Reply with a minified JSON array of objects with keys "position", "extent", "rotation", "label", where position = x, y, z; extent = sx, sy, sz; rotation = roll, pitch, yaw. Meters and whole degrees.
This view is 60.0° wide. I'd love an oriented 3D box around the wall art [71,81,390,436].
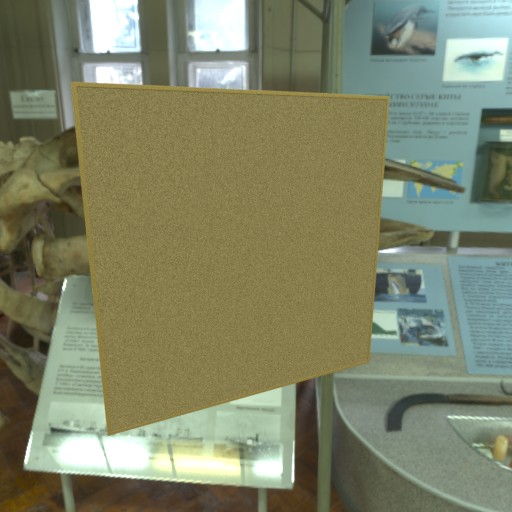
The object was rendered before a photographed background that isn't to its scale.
[{"position":[0.000,0.000,1.366],"extent":[0.962,0.959,0.013],"rotation":[-8,17,-25],"label":"wall art"}]
